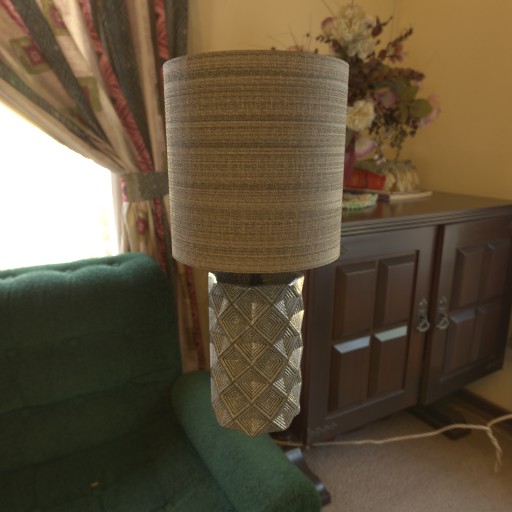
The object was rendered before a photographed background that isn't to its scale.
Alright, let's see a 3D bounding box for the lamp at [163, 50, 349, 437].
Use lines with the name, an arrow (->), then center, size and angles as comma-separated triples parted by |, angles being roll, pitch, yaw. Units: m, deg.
lamp -> 0.000, 0.000, 0.720 | 0.269, 0.566, 0.268 | 13, 19, 42
